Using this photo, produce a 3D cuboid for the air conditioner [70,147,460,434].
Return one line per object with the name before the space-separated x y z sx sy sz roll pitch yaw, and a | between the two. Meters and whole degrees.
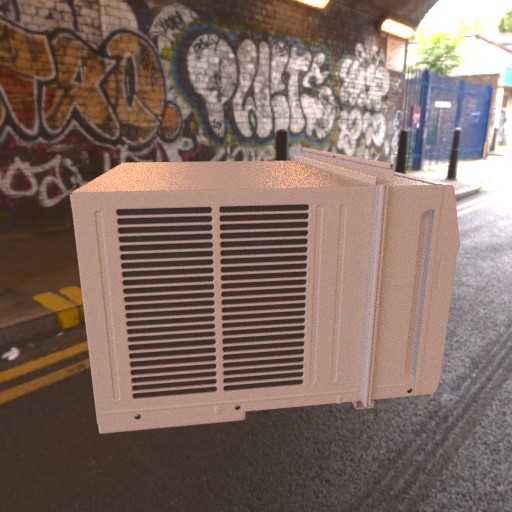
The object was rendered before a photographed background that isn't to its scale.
air conditioner | 0.000 0.000 0.866 0.546 0.388 0.503 -2 16 -8
